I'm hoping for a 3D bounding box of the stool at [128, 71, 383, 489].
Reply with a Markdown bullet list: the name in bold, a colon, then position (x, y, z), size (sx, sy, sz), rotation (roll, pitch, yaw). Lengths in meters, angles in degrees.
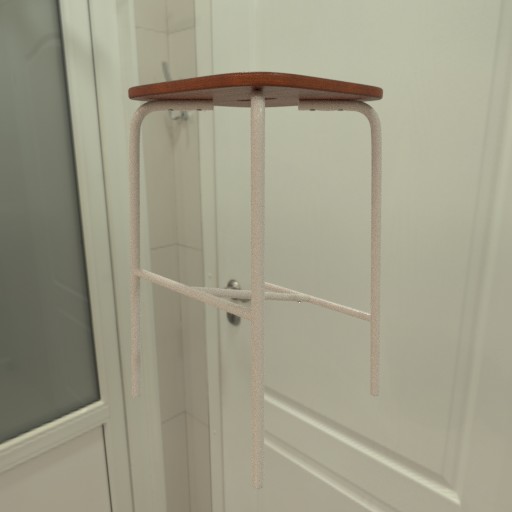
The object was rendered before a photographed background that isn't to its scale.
- **stool**: position (0.000, 0.000, 0.862), size (0.376, 0.610, 0.376), rotation (14, 21, 42)
